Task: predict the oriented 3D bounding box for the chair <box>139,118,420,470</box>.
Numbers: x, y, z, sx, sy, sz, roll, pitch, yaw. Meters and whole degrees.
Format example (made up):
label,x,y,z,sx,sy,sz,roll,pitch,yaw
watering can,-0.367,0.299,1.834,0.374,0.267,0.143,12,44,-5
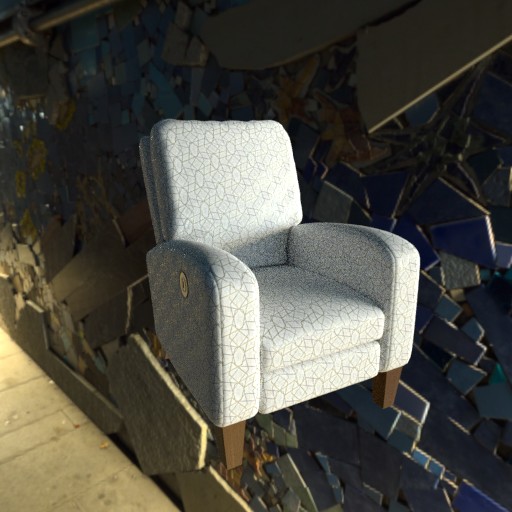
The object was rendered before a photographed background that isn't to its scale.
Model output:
label,x,y,z,sx,sy,sz,roll,pitch,yaw
chair,0.000,0.000,1.788,0.796,1.064,0.995,-9,18,-27
